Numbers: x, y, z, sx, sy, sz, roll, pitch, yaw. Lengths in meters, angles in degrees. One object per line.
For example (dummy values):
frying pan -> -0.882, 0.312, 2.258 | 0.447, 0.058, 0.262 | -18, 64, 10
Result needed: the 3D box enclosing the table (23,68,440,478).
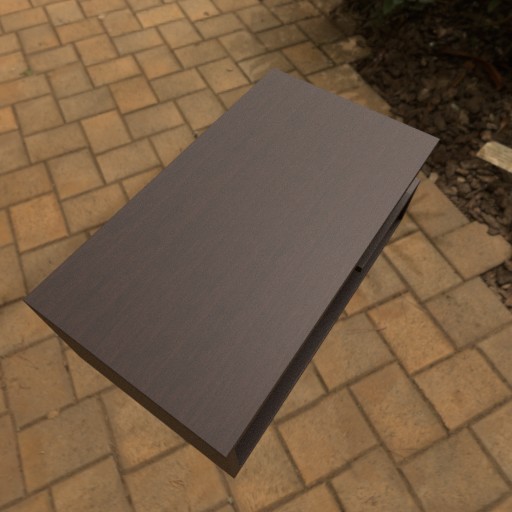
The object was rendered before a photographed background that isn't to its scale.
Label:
table -> 0.000, 0.000, 1.361 | 0.590, 0.460, 1.050 | 31, 63, 18
